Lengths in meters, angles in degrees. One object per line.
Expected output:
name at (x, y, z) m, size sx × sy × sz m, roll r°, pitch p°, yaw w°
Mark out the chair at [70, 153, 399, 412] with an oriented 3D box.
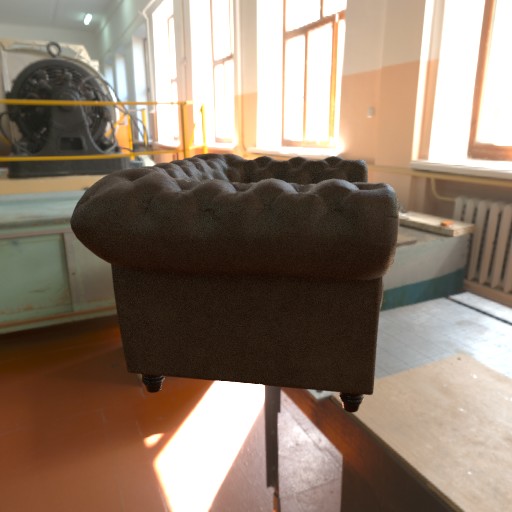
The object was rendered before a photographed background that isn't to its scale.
chair at (0.000, 0.000, 1.836) m, size 0.954 × 0.784 × 1.298 m, roll 3°, pitch 16°, yaw 9°
